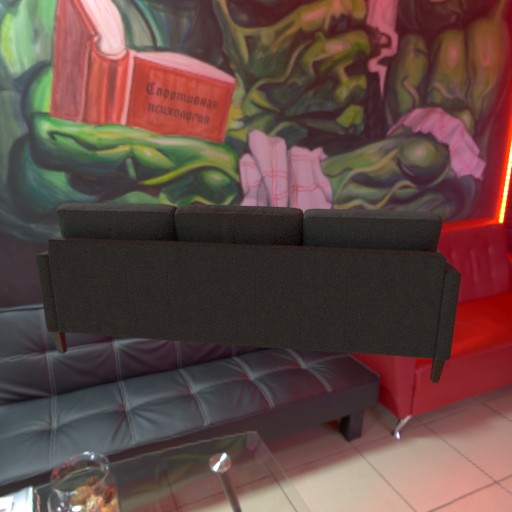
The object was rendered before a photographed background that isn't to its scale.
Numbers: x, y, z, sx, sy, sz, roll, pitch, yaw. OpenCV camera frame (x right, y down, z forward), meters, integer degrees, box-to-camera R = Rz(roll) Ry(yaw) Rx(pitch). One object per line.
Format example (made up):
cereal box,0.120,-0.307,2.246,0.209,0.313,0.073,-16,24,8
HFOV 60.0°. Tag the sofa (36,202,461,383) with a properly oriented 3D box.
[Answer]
sofa,0.000,0.000,2.970,2.178,0.876,1.506,2,16,8
